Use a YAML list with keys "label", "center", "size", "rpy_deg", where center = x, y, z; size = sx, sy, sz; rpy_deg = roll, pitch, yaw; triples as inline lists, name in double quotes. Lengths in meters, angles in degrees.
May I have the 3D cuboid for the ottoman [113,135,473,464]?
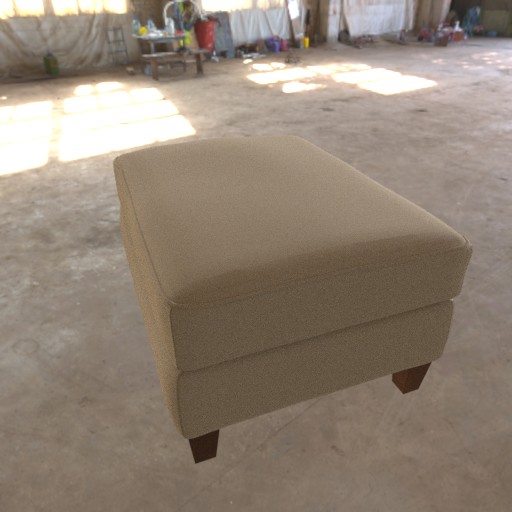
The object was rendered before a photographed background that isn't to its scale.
- label: "ottoman"
  center: [0.000, 0.000, 1.177]
  size: [0.634, 0.485, 0.818]
  rpy_deg: [-11, 33, -18]
